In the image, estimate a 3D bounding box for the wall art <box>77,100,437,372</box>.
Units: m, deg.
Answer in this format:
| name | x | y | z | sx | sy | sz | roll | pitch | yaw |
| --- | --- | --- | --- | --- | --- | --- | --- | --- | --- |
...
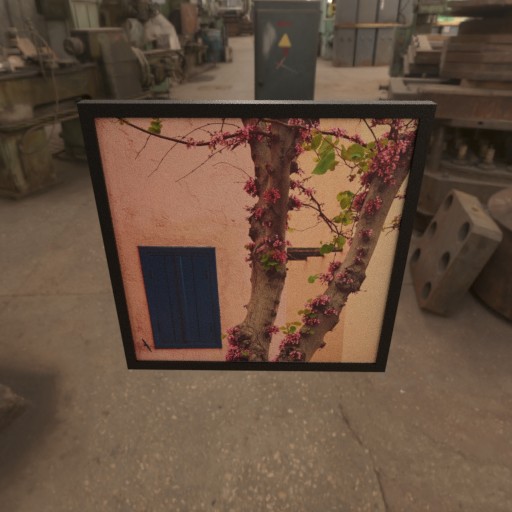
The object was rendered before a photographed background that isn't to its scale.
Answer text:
| name | x | y | z | sx | sy | sz | roll | pitch | yaw |
| --- | --- | --- | --- | --- | --- | --- | --- | --- | --- |
| wall art | 0.000 | 0.000 | 1.141 | 0.762 | 0.762 | 0.038 | 0 | 30 | 1 |
